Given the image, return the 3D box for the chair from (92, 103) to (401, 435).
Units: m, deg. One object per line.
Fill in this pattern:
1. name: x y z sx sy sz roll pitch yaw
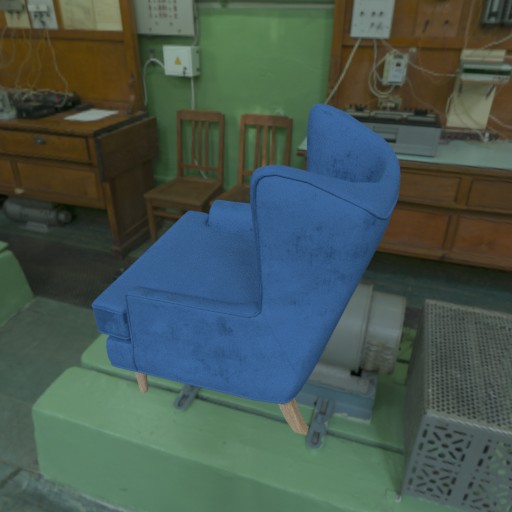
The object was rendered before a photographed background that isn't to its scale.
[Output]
1. chair: 0.000 0.000 1.623 0.910 0.952 0.793 9 32 15
